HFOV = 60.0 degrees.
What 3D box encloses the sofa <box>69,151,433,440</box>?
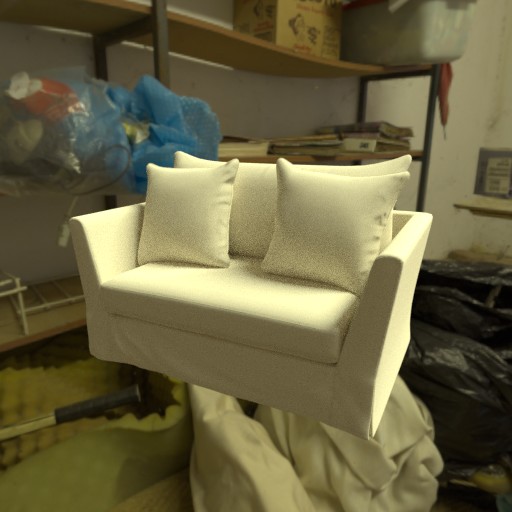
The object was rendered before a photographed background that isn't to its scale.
[{"bbox_3d":[0.000,0.000,2.325,1.608,1.039,1.026,8,18,26],"label":"sofa"}]
